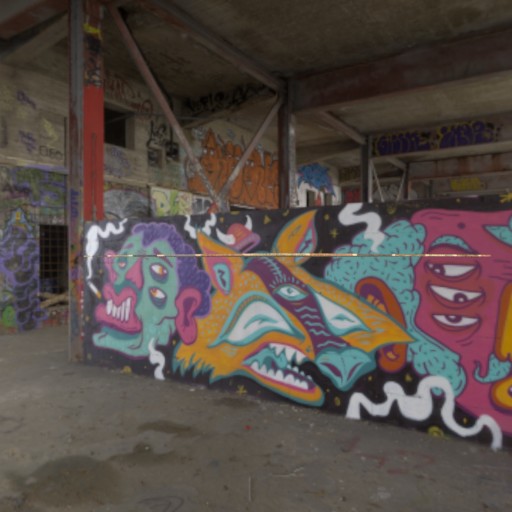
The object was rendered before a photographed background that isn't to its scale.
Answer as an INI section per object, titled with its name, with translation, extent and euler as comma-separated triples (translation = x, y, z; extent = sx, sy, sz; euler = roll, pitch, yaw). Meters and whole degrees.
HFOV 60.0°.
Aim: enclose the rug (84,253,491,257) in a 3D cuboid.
[rug]
translation = 0.000, 0.000, 2.317
extent = 1.216, 0.006, 1.828
euler = 0, 0, -37
